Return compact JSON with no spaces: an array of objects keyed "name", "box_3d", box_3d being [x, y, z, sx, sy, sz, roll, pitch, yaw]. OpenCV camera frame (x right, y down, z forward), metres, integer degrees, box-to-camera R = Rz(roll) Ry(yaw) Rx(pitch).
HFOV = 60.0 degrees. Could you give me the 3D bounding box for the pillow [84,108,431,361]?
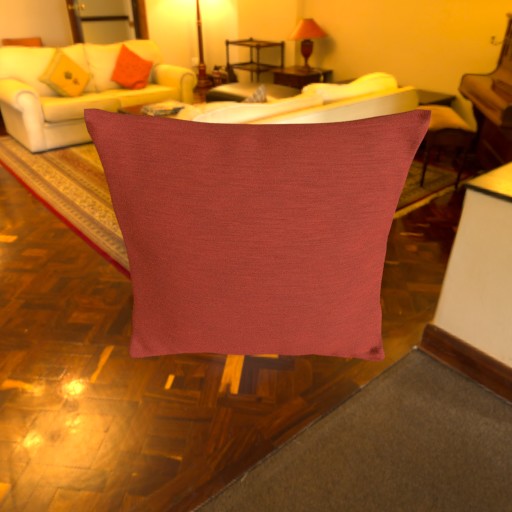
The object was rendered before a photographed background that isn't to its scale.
[{"name":"pillow","box_3d":[0.000,0.000,0.646,0.435,0.416,0.151,1,30,1]}]
